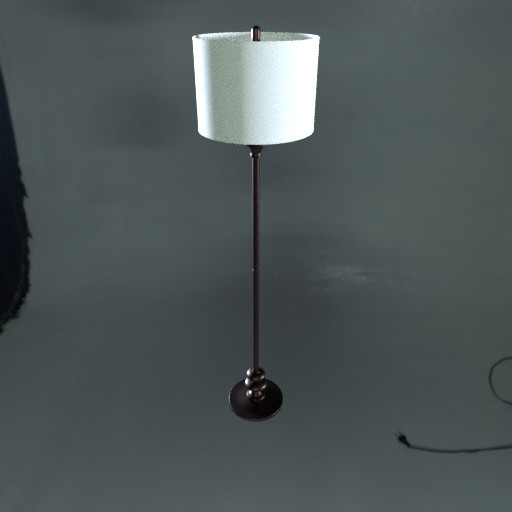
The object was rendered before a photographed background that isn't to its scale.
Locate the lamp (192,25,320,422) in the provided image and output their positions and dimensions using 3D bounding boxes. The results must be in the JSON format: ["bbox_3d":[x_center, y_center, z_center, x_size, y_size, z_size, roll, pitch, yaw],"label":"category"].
[{"bbox_3d":[0.000,0.000,1.610,0.356,1.487,0.356,1,30,1],"label":"lamp"}]
